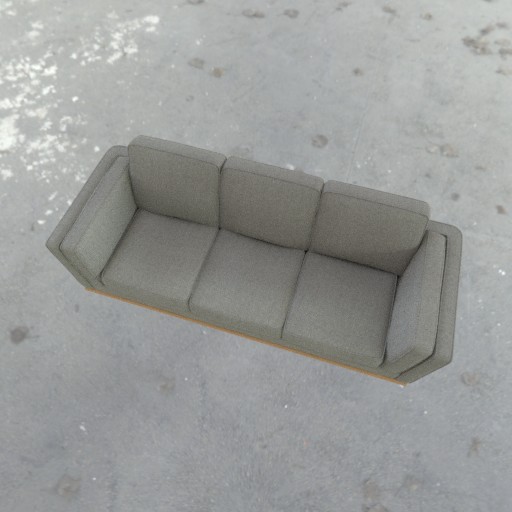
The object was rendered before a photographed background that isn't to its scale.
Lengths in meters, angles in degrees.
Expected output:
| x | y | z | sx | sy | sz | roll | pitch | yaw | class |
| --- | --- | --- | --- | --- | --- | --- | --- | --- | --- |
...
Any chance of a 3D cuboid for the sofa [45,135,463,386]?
| x | y | z | sx | sy | sz | roll | pitch | yaw | class |
| --- | --- | --- | --- | --- | --- | --- | --- | --- | --- |
| 0.000 | 0.000 | 2.826 | 2.362 | 0.899 | 0.903 | 15 | 60 | 9 | sofa |
